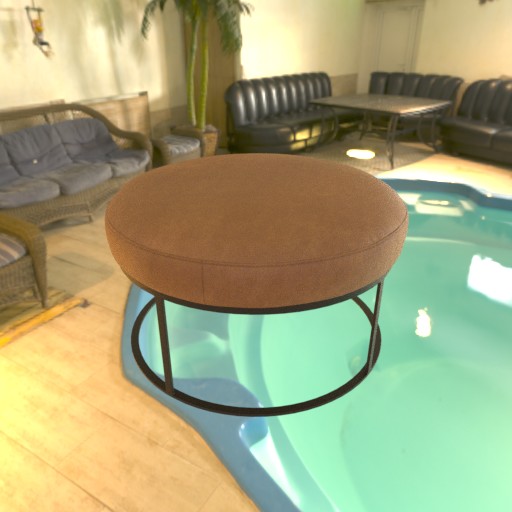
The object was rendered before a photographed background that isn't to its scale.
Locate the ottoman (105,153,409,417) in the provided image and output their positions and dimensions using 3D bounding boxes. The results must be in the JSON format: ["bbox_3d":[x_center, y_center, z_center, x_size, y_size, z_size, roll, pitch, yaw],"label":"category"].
[{"bbox_3d":[0.000,0.000,1.244,0.771,0.460,0.771,0,26,0],"label":"ottoman"}]
